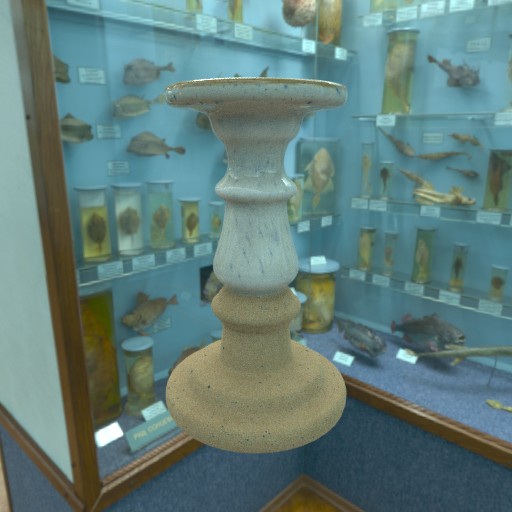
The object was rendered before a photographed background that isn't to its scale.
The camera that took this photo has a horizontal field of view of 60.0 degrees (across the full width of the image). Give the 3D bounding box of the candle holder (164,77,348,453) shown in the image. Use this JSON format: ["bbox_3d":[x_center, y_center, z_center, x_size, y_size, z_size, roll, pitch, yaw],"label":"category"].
[{"bbox_3d":[0.000,0.000,0.283,0.123,0.202,0.123,0,16,0],"label":"candle holder"}]
